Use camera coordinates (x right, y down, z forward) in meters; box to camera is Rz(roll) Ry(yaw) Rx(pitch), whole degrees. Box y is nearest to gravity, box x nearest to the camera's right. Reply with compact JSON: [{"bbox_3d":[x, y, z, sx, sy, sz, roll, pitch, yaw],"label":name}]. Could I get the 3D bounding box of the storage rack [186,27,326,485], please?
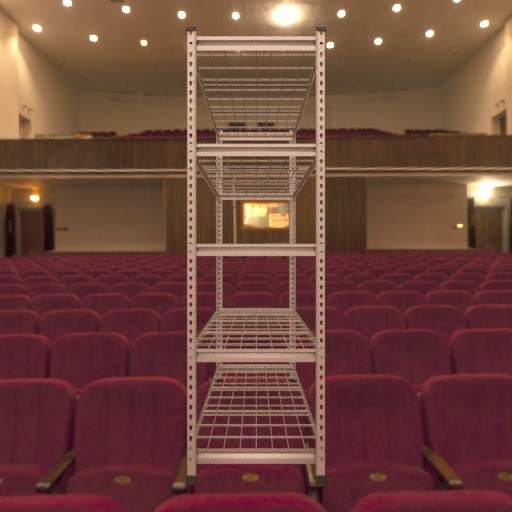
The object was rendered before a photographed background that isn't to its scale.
[{"bbox_3d":[0.000,0.000,2.678,0.610,1.981,1.524,0,0,0],"label":"storage rack"}]
